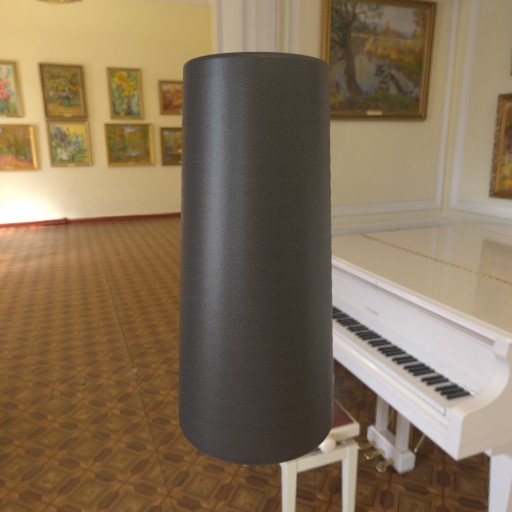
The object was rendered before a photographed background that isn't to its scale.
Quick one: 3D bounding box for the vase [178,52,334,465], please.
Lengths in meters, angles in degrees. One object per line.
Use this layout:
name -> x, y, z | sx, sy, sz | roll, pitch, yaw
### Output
vase -> 0.000, 0.000, 0.361 | 0.136, 0.289, 0.136 | -2, 15, -9
